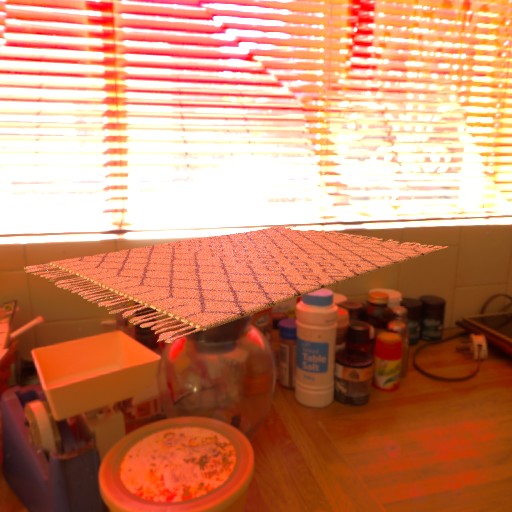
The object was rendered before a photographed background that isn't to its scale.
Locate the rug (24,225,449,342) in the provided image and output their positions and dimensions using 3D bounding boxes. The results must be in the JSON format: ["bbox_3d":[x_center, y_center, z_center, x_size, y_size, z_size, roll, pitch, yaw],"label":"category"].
[{"bbox_3d":[0.000,0.000,3.123,1.664,0.029,2.615,12,17,44],"label":"rug"}]
